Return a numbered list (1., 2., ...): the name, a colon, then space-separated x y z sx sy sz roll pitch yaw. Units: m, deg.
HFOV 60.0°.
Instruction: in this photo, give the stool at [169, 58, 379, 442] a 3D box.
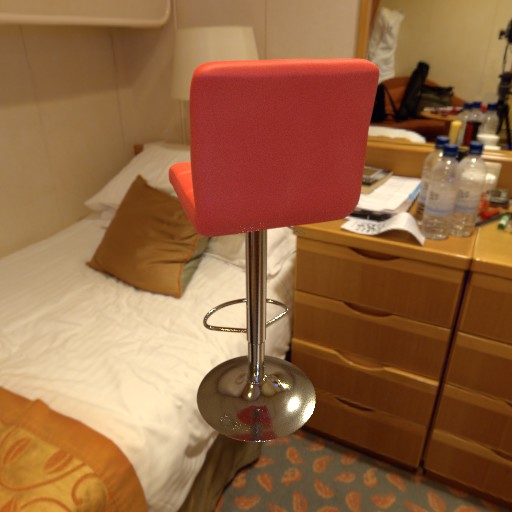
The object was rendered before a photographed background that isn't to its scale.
1. stool: 0.000 0.000 1.348 0.430 1.115 0.505 -9 28 -17
